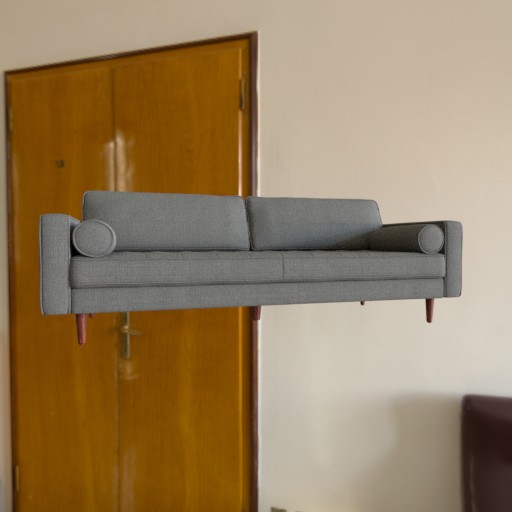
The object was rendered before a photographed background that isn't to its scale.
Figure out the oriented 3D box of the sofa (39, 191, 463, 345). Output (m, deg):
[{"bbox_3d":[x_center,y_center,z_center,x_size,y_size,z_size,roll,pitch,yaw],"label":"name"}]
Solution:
[{"bbox_3d":[0.000,0.000,2.606,2.198,0.762,0.914,-1,2,-17],"label":"sofa"}]
